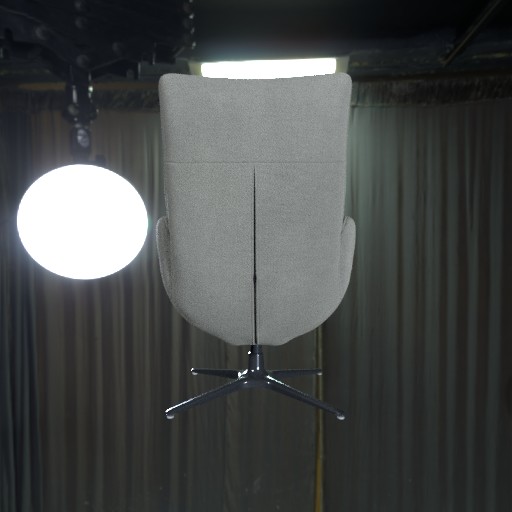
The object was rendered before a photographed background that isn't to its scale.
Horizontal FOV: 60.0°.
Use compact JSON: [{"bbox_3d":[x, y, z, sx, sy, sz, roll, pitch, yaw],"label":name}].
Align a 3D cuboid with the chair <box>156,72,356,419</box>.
[{"bbox_3d":[0.000,0.000,1.608,0.711,1.016,0.889,0,0,1],"label":"chair"}]
